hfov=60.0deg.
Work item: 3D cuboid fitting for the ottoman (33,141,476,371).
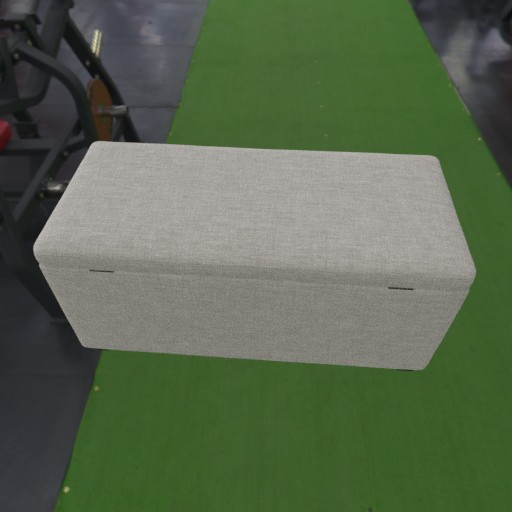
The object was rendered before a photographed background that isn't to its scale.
[{"bbox_3d":[0.000,0.000,1.133,0.902,0.432,0.419,3,48,3],"label":"ottoman"}]
